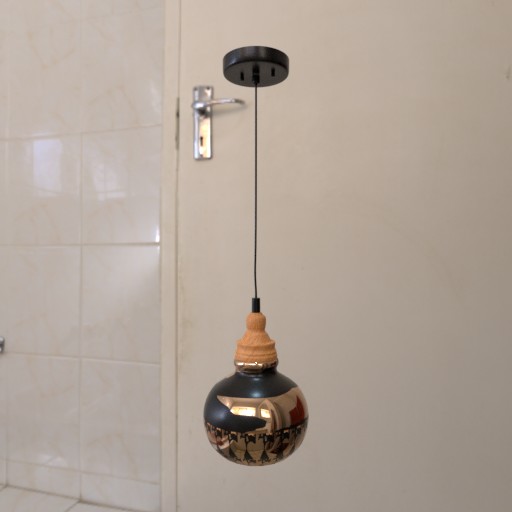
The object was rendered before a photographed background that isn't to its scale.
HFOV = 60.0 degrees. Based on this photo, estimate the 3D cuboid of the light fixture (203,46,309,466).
[{"bbox_3d":[0.000,0.000,1.827,0.430,1.606,0.430,0,-1,18],"label":"light fixture"}]
